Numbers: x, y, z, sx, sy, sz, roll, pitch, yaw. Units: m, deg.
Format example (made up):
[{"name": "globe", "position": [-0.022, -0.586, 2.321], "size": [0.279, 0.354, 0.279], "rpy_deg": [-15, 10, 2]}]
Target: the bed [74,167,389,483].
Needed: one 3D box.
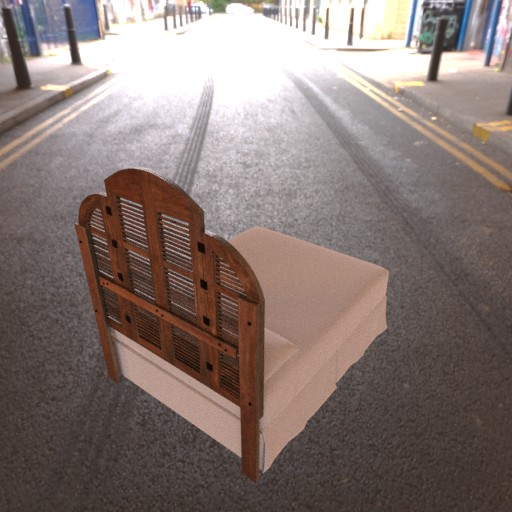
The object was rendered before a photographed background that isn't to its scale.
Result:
[{"name": "bed", "position": [0.000, 0.000, 3.651], "size": [1.713, 2.019, 2.138], "rpy_deg": [21, 36, 32]}]
